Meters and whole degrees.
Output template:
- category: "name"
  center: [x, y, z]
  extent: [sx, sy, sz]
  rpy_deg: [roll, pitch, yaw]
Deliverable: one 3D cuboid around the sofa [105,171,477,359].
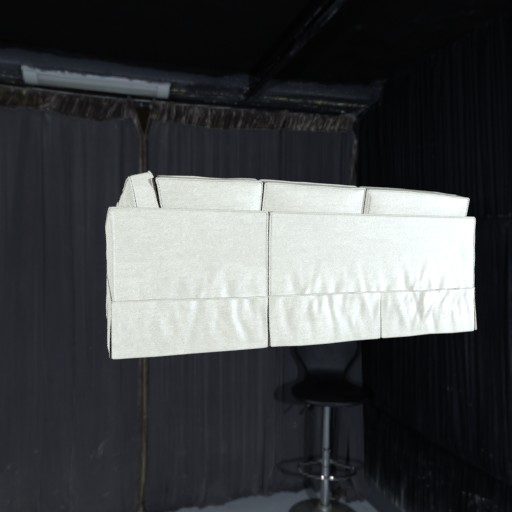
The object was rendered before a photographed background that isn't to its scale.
- category: "sofa"
  center: [0.000, 0.000, 4.081]
  extent: [2.618, 1.081, 2.623]
  rpy_deg: [0, 1, -19]
